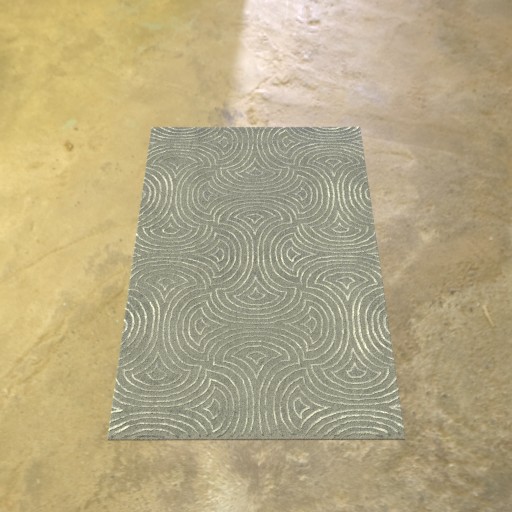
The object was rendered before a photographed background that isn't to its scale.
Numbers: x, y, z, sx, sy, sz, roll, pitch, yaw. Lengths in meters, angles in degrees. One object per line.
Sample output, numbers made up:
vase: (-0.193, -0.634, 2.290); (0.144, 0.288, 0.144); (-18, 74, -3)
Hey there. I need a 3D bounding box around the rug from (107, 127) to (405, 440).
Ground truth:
rug: (0.000, 0.000, 2.785); (1.543, 0.015, 2.144); (0, 63, 0)
